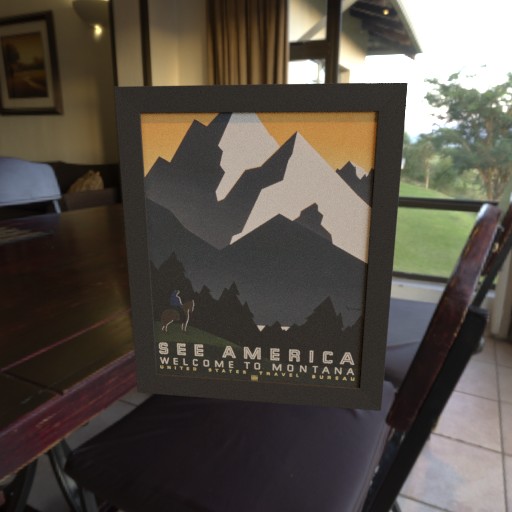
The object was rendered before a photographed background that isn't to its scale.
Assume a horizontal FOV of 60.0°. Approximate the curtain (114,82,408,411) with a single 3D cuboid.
[{"bbox_3d":[0.000,0.000,0.810,0.483,0.585,0.027,2,15,7],"label":"curtain"}]
